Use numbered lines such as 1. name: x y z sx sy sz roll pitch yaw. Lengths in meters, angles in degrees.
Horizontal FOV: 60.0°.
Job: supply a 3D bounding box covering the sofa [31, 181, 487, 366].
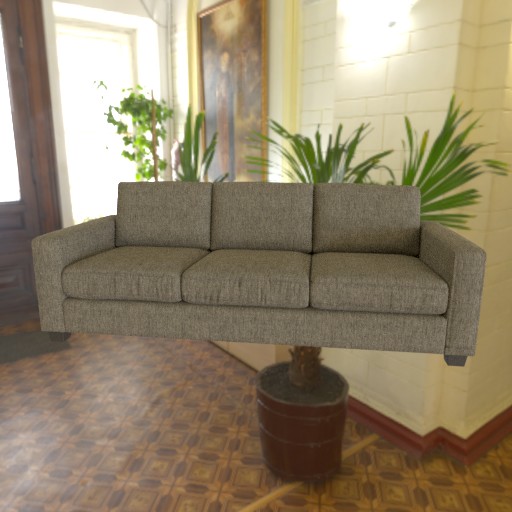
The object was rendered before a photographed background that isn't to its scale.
1. sofa: 0.000 0.000 2.516 2.160 0.800 0.900 2 13 8
